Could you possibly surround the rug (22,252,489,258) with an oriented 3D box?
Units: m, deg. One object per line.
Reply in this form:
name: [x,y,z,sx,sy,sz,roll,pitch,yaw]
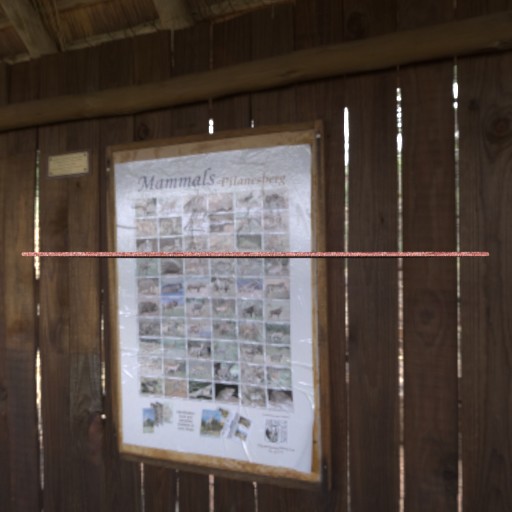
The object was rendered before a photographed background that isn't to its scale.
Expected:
rug: [0.000,0.000,2.338,1.829,0.016,1.219,0,-1,1]
